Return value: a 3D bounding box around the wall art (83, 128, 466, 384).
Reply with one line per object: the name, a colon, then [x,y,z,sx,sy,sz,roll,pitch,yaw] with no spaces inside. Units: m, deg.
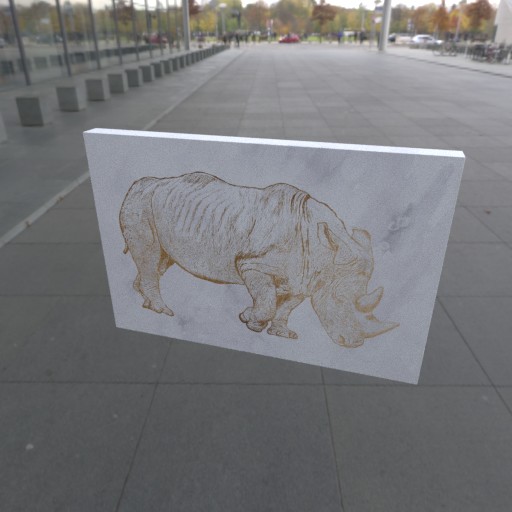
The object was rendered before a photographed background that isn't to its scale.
wall art: [0.000,0.000,0.791,0.609,0.407,0.038,8,28,15]
